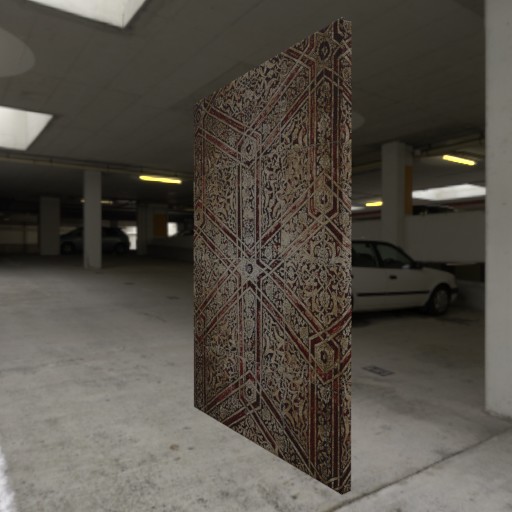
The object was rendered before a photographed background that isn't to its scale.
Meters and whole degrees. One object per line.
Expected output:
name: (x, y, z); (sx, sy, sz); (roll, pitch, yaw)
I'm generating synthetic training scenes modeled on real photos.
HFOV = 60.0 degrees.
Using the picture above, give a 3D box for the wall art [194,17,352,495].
wall art: (0.000, 0.000, 1.091); (0.030, 0.904, 0.599); (0, 0, -36)
